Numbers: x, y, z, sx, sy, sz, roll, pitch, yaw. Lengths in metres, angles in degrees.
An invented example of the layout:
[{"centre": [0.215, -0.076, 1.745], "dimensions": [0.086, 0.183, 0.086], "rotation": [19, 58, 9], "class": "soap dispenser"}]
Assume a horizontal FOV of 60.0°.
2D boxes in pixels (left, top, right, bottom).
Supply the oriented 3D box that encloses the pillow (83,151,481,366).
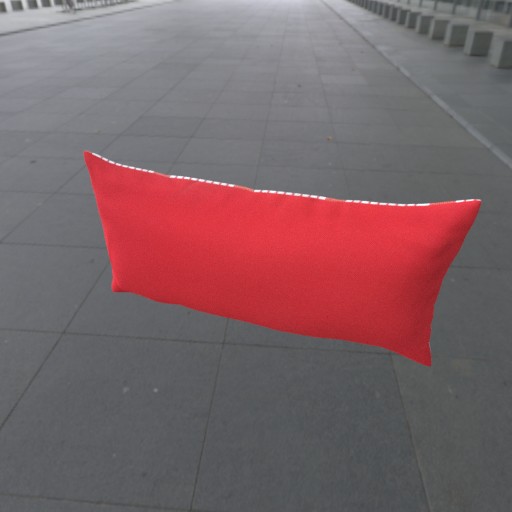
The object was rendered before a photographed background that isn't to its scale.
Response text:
[{"centre": [0.000, 0.000, 0.728], "dimensions": [0.608, 0.297, 0.151], "rotation": [11, 34, 16], "class": "pillow"}]
